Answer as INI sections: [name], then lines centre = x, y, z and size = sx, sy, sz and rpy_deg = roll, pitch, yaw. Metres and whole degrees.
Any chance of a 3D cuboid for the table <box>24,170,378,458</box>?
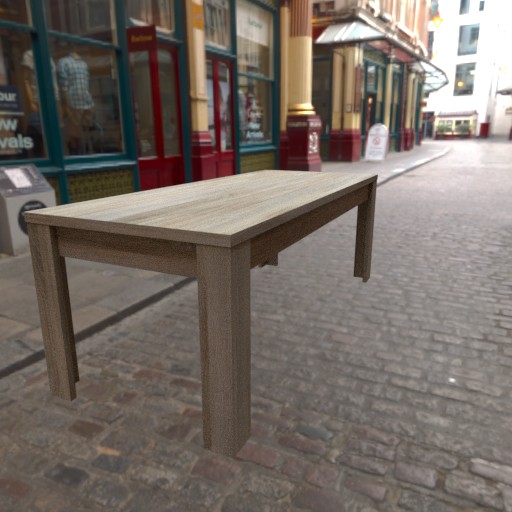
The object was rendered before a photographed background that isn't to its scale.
[table]
centre = 0.000, 0.000, 2.559
size = 0.900, 0.790, 2.200
rpy_deg = 7, 17, 25
